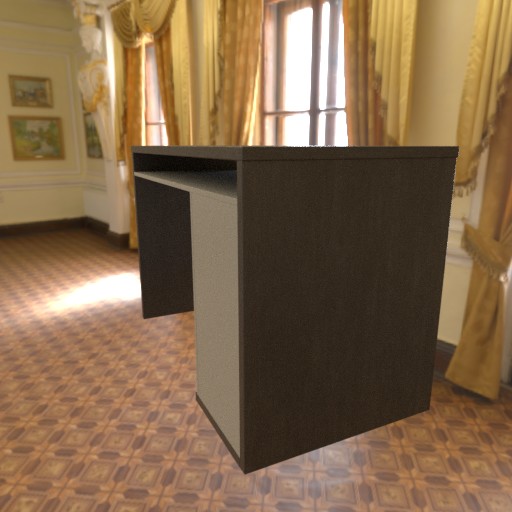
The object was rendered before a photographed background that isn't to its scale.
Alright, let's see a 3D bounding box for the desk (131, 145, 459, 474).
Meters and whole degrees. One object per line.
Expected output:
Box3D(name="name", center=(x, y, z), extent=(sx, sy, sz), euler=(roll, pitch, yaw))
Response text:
Box3D(name="desk", center=(0.000, 0.000, 1.554), extent=(0.600, 0.750, 1.100), euler=(-7, 16, -25))
